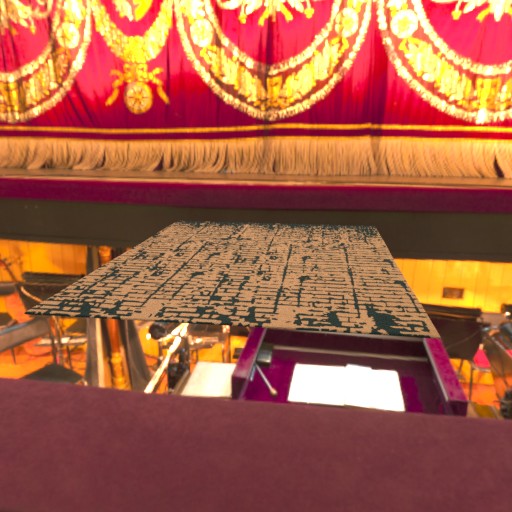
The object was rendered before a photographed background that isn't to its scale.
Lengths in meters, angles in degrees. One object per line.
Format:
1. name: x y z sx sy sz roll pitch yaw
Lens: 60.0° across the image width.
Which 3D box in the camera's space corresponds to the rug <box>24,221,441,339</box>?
1. rug: 0.000 0.000 3.964 2.416 0.014 3.017 2 15 8
